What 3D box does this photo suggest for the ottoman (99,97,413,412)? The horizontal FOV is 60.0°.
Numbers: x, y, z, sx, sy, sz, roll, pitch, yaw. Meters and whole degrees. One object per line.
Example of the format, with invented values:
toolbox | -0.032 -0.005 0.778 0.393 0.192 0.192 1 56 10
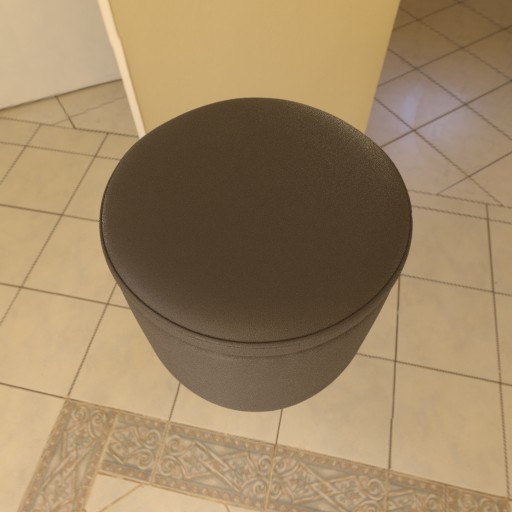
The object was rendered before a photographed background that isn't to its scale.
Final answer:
ottoman | 0.000 0.000 0.853 0.500 0.409 0.500 0 58 0
